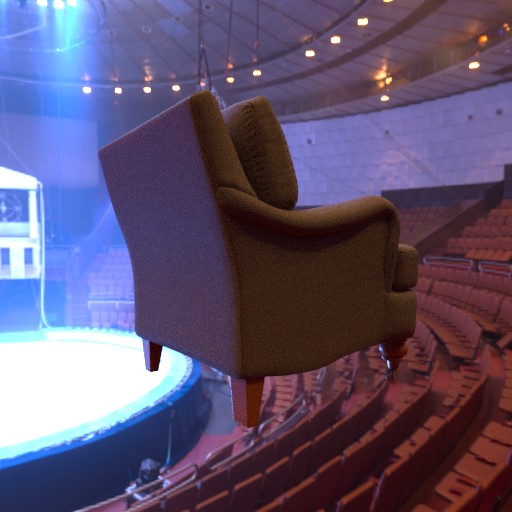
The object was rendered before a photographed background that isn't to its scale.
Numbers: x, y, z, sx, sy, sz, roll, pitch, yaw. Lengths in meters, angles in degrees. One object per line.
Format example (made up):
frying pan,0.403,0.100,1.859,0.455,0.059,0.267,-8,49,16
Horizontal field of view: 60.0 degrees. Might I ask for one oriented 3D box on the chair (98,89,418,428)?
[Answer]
chair,0.000,0.000,1.879,1.070,1.038,0.955,-1,1,-36
